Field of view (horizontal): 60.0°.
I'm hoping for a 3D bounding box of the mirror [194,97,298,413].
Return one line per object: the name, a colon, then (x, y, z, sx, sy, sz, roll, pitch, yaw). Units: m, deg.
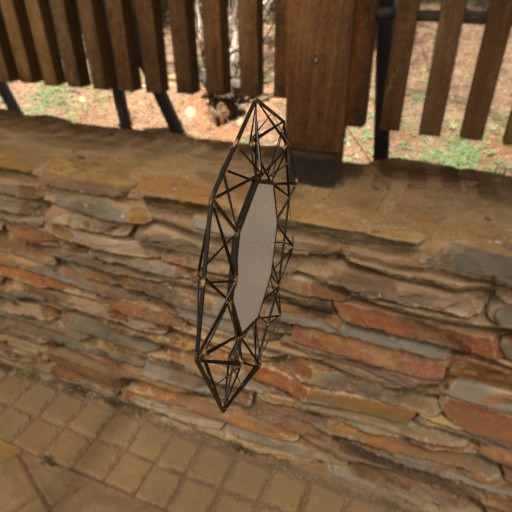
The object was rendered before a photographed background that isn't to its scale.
mirror: (0.000, 0.000, 1.035, 0.094, 0.710, 0.710, 9, 32, 14)
